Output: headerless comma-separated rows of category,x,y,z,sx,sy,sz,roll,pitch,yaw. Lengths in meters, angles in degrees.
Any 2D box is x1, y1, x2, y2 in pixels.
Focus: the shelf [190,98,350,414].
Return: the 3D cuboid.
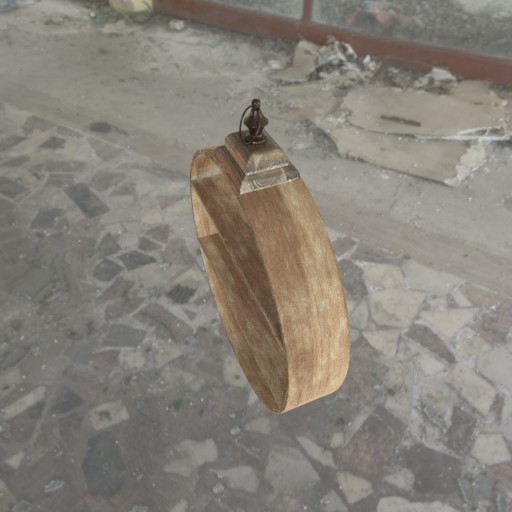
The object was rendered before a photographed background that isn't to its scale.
shelf,0.000,0.000,0.982,0.125,0.725,0.601,-17,47,-16
